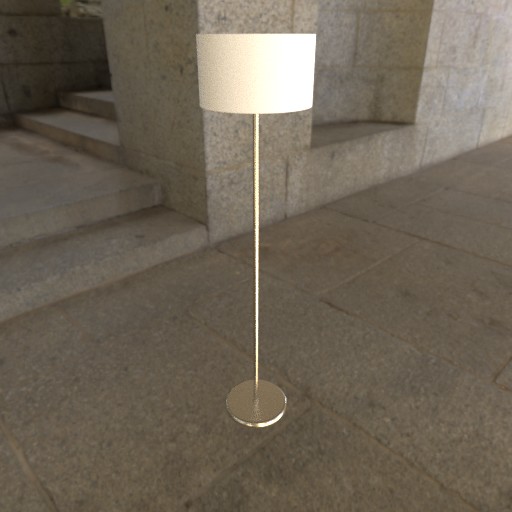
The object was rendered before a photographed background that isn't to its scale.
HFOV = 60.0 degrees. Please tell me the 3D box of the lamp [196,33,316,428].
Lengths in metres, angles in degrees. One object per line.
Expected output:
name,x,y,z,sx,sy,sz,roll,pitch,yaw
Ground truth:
lamp,0.000,0.000,1.611,0.347,1.443,0.347,8,27,15
